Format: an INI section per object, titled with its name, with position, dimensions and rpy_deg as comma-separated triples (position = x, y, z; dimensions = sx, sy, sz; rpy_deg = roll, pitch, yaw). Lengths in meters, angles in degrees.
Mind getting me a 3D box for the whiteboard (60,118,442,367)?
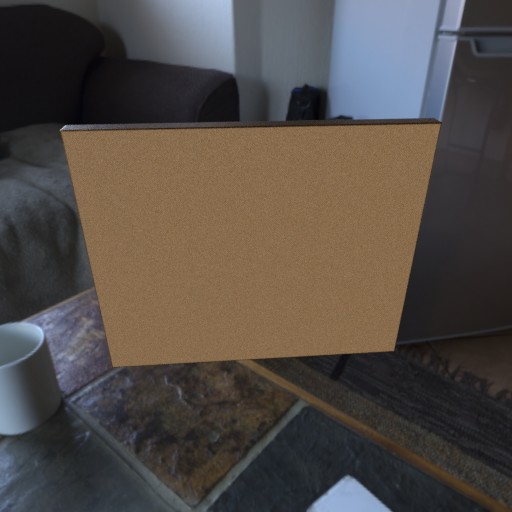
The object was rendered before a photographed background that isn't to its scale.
[whiteboard]
position = 0.000, 0.000, 0.777
dimensions = 0.561, 0.457, 0.029
rpy_deg = -2, 30, -4
